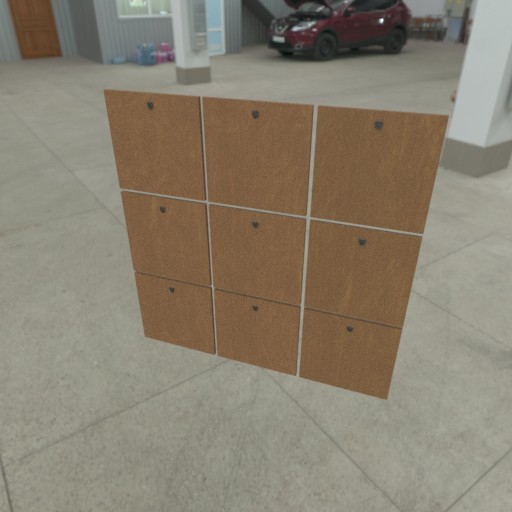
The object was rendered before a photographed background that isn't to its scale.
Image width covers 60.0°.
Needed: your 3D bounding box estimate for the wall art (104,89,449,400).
[{"bbox_3d":[0.000,0.000,1.355,0.915,0.913,0.018,10,32,17],"label":"wall art"}]
